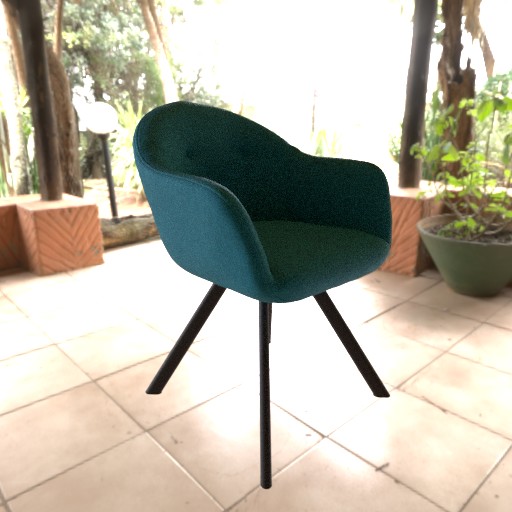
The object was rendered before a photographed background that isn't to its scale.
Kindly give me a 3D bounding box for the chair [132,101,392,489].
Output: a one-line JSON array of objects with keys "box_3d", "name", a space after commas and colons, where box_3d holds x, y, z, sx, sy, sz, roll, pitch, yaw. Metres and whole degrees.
[{"box_3d": [0.000, 0.000, 1.142, 0.545, 0.775, 0.565, -15, 22, -41], "name": "chair"}]
